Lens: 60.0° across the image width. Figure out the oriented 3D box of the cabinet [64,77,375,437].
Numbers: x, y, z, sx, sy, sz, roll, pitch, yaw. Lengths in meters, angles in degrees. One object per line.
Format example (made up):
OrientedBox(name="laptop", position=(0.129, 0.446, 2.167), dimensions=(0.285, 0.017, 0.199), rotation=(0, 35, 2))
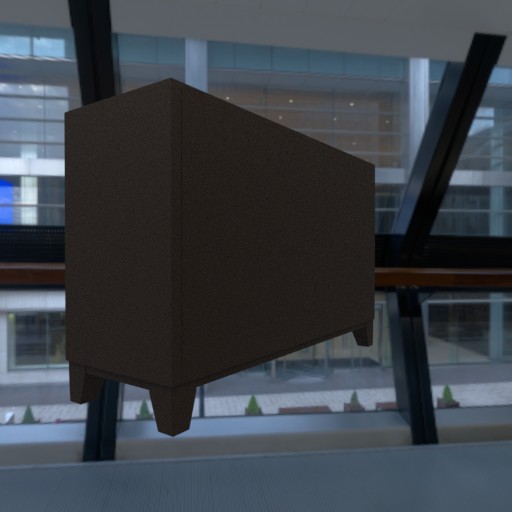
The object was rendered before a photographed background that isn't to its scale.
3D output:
OrientedBox(name="cabinet", position=(0.000, 0.000, 1.827), dimensions=(0.482, 0.914, 1.396), rotation=(0, 1, 36))
